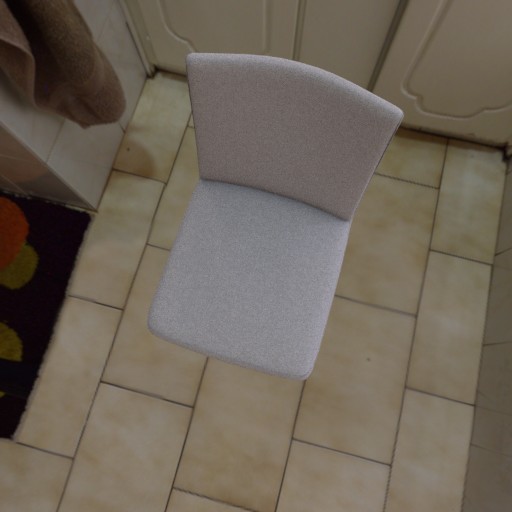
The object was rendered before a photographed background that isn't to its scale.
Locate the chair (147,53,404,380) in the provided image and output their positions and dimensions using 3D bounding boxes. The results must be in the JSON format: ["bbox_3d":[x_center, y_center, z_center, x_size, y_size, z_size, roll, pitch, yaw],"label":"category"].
[{"bbox_3d":[0.000,0.000,1.176,0.456,0.859,0.570,17,76,4],"label":"chair"}]
